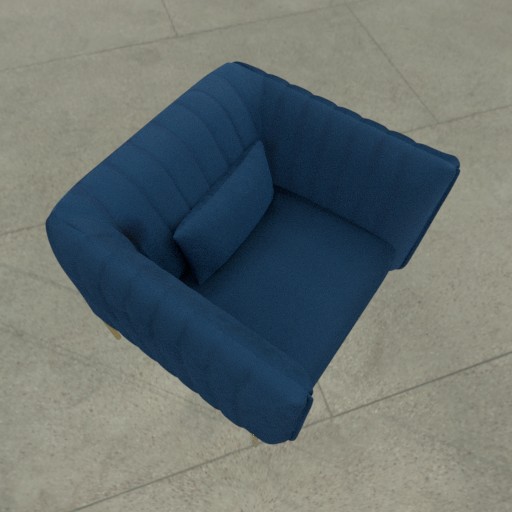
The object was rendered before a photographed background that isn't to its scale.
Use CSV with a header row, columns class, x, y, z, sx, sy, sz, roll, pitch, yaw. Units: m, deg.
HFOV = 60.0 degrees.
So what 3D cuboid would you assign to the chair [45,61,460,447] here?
class,x,y,z,sx,sy,sz,roll,pitch,yaw
chair,0.000,0.000,1.543,0.877,0.793,0.947,32,64,18
